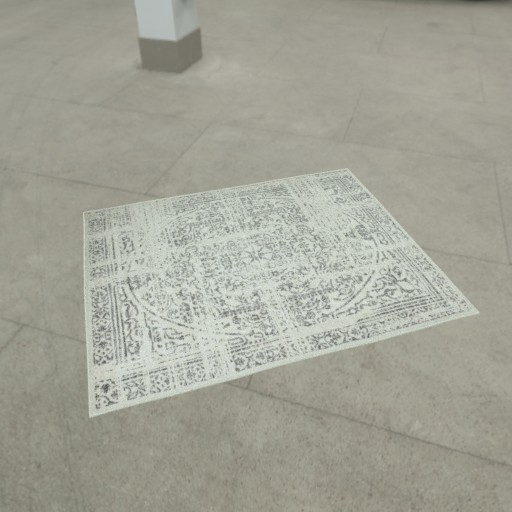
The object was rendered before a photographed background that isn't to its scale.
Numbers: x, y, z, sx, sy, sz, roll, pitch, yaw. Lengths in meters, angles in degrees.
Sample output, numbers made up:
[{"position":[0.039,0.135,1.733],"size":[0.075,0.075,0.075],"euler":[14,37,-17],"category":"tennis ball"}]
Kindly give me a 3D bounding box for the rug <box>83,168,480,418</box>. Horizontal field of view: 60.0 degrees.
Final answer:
[{"position":[0.000,0.000,3.918],"size":[2.921,0.032,2.311],"euler":[-12,43,-13],"category":"rug"}]
